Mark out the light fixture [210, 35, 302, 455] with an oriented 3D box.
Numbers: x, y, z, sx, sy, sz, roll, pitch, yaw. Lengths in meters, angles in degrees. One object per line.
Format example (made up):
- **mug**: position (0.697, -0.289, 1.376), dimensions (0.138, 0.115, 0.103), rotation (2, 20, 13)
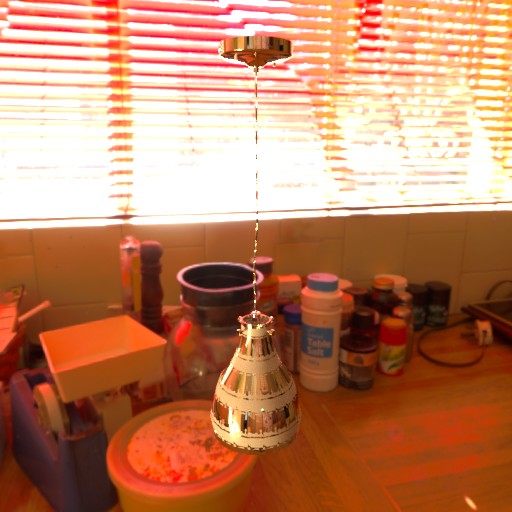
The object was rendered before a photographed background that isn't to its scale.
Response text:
- **light fixture**: position (0.000, 0.000, 1.659), dimensions (0.374, 1.457, 0.374), rotation (-14, 20, -43)
